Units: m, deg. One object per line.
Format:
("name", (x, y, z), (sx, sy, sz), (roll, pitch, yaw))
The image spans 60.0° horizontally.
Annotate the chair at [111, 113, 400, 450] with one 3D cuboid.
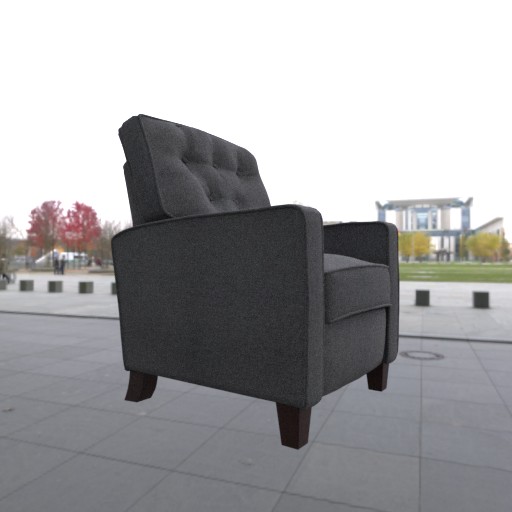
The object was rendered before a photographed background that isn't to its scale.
("chair", (0.000, 0.000, 1.439), (0.775, 0.889, 0.650), (0, 0, 36))
